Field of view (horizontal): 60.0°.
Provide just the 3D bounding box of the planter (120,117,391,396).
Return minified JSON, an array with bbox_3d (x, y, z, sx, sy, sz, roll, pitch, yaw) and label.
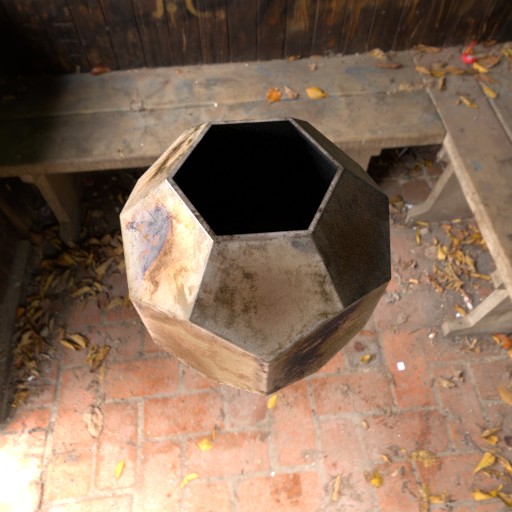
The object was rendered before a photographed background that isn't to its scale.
[{"bbox_3d":[0.000,0.000,0.430,0.243,0.238,0.221,-31,64,-17],"label":"planter"}]
